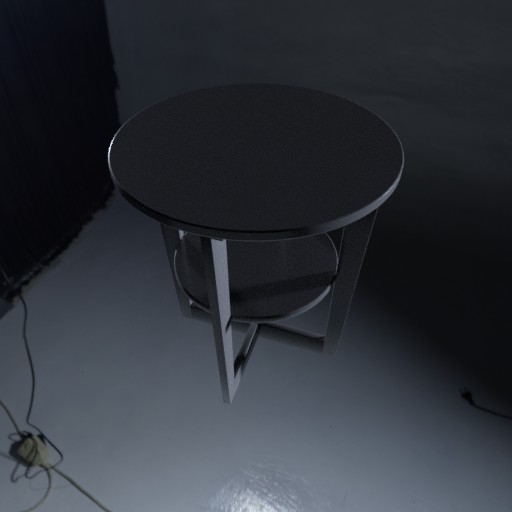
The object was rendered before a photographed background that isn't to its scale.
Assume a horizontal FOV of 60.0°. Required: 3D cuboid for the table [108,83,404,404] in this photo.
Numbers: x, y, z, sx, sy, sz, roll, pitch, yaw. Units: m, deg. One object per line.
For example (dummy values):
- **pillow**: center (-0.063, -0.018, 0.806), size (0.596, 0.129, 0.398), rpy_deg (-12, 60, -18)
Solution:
- **table**: center (0.000, 0.000, 0.956), size (0.500, 0.550, 0.500), rpy_deg (0, 43, 0)
